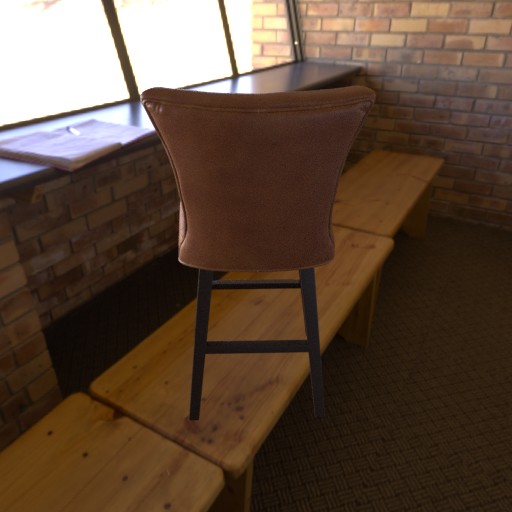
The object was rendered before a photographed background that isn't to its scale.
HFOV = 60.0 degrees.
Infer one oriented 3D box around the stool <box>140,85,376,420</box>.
[{"bbox_3d":[0.000,0.000,1.423,0.522,1.094,0.585,-1,29,-1],"label":"stool"}]
